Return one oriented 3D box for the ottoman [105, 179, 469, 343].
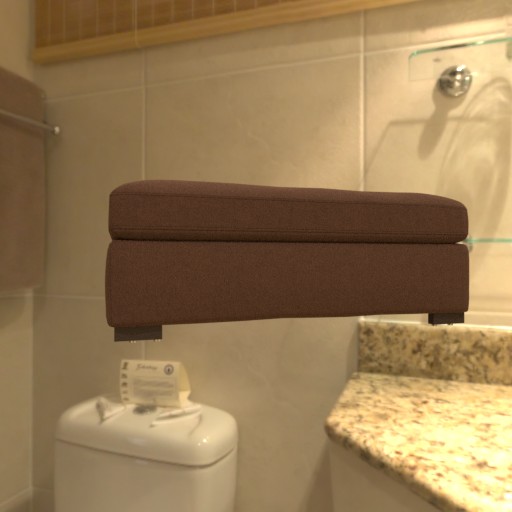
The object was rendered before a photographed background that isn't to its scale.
[{"bbox_3d":[0.000,0.000,1.868,1.181,0.470,1.181,0,0,-17],"label":"ottoman"}]
